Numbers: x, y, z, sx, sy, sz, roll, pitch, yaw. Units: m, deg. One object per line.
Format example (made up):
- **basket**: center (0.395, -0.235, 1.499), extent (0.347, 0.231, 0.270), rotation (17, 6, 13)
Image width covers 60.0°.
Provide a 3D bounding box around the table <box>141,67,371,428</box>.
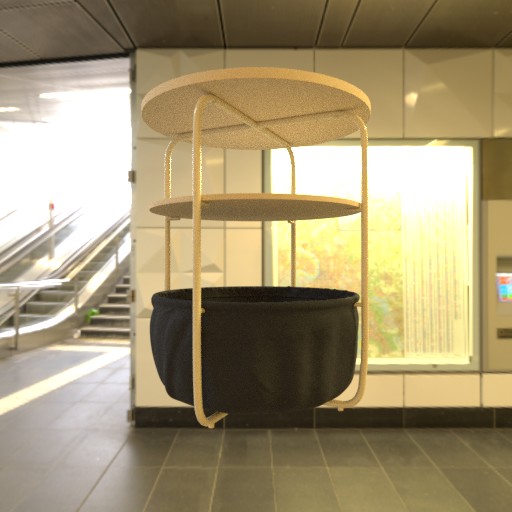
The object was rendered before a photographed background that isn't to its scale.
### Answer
- **table**: center (0.000, 0.000, 0.834), extent (0.418, 0.532, 0.418), rotation (0, 0, -20)
